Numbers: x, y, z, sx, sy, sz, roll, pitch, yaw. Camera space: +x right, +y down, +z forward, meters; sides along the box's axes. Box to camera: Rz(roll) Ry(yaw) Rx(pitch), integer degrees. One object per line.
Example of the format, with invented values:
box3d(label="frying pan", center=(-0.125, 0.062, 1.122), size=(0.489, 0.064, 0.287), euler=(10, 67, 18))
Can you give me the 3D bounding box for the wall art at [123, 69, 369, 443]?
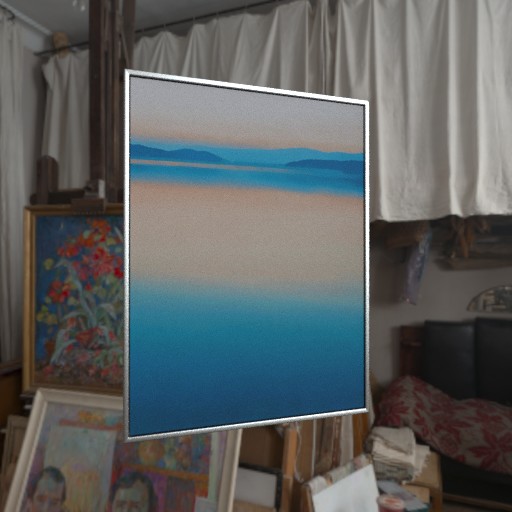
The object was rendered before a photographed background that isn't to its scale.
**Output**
box3d(label="wall art", center=(0.000, 0.000, 1.398), size=(0.801, 1.062, 0.037), euler=(0, 0, -19))
